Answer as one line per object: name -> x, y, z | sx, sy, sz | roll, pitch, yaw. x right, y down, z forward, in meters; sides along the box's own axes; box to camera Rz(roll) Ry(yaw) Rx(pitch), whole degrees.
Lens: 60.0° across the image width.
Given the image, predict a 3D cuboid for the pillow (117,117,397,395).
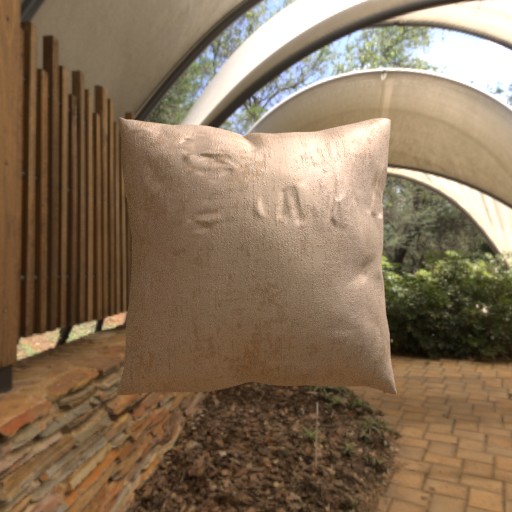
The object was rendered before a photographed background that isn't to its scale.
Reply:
pillow -> 0.000, 0.000, 0.725 | 0.450, 0.448, 0.245 | 0, -1, 1
